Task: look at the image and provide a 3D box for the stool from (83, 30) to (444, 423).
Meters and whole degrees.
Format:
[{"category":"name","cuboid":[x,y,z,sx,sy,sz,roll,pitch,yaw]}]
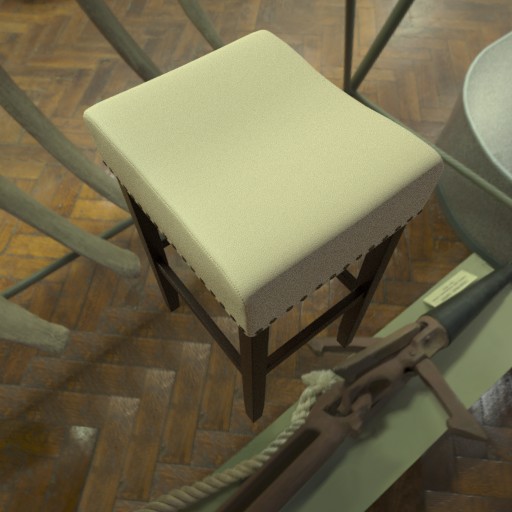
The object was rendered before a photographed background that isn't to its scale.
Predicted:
[{"category":"stool","cuboid":[0.000,0.000,1.029,0.401,0.762,0.471,-34,64,-19]}]
